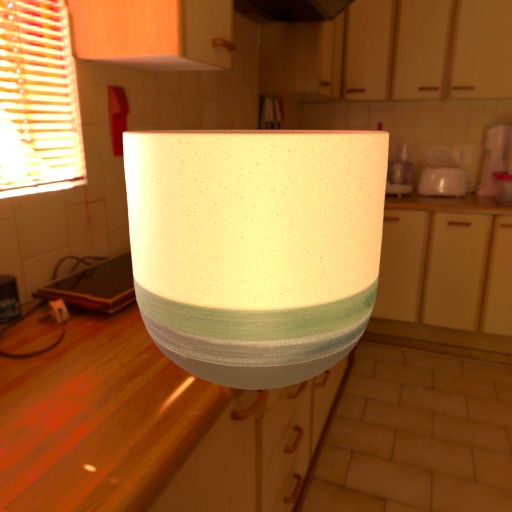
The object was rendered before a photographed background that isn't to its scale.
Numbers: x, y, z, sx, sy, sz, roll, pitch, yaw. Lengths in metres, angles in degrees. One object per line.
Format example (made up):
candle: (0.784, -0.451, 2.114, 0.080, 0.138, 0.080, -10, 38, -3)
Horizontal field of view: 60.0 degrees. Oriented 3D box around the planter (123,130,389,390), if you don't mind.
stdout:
planter: (0.000, 0.000, 0.498, 0.268, 0.270, 0.268, 0, 16, 0)
